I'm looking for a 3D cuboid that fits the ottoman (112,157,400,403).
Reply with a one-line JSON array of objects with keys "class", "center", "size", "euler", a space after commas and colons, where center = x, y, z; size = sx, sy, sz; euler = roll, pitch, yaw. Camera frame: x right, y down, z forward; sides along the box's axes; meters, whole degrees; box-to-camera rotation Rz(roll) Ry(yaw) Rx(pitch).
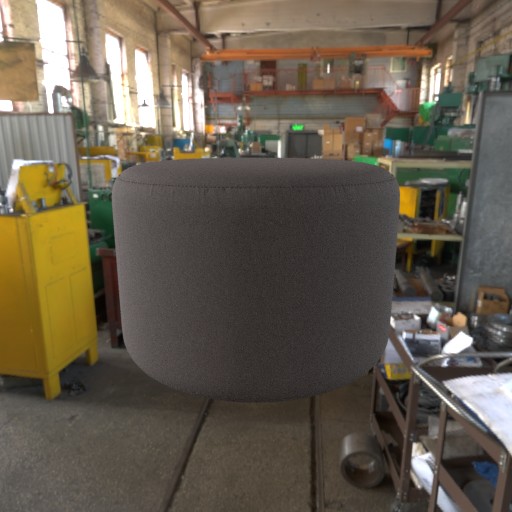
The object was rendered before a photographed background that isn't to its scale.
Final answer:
[{"class": "ottoman", "center": [0.000, 0.000, 1.014], "size": [0.608, 0.433, 0.608], "euler": [0, 14, 0]}]
